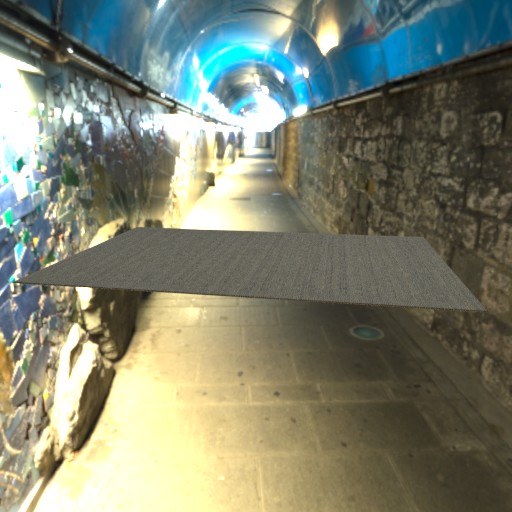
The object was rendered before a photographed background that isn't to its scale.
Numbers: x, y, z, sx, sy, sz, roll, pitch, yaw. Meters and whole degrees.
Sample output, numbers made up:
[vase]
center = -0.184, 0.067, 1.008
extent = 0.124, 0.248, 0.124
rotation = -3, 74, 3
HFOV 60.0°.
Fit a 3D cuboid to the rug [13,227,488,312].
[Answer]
[rug]
center = 0.000, 0.000, 2.150
extent = 1.752, 0.006, 1.142
rotation = 3, 15, 10
